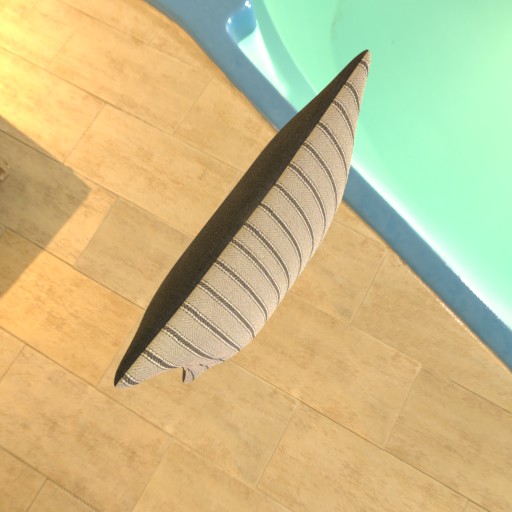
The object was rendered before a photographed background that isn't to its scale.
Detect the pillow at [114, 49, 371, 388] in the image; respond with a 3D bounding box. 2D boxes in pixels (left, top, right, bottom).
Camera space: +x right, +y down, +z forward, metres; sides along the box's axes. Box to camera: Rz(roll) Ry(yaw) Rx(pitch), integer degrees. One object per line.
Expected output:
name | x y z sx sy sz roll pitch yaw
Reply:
pillow | 0.000 0.000 0.678 0.138 0.444 0.468 34 78 8
